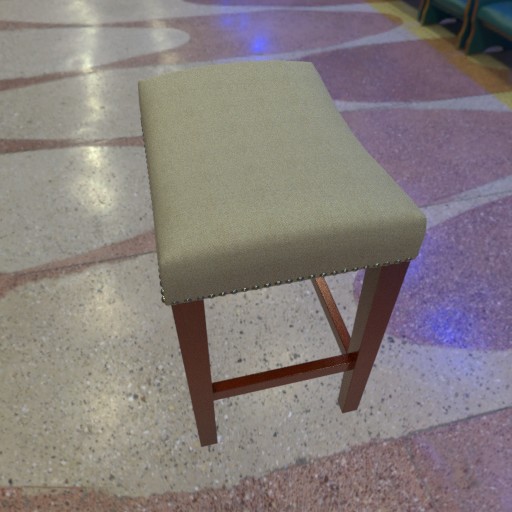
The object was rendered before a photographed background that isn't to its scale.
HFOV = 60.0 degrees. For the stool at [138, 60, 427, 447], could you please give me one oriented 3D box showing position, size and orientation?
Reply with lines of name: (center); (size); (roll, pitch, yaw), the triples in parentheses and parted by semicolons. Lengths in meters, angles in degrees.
stool: (0.000, 0.000, 0.940); (0.375, 0.632, 0.509); (-10, 48, -9)
